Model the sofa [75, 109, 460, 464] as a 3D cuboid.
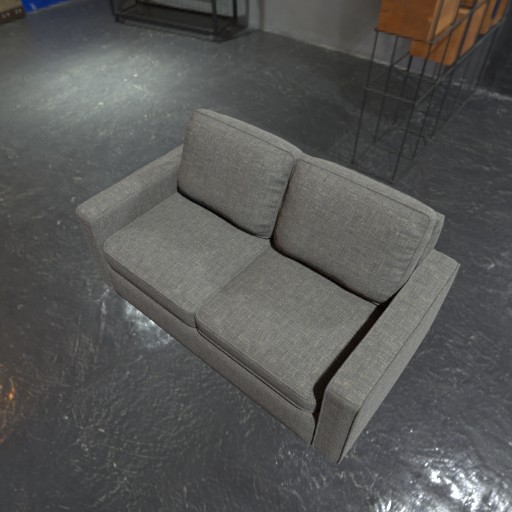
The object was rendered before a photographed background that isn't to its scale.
[{"bbox_3d":[0.000,0.000,2.252,1.709,0.918,0.947,31,54,26],"label":"sofa"}]
